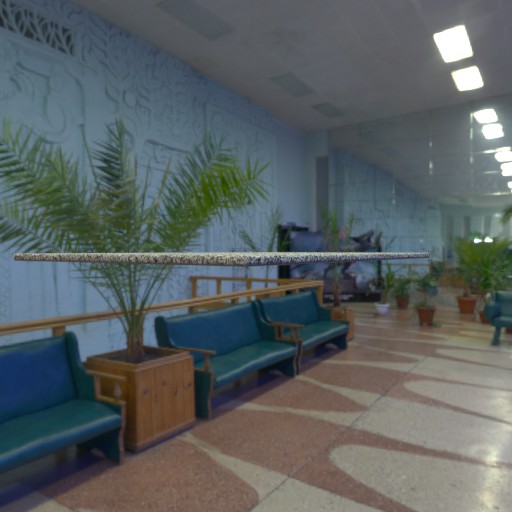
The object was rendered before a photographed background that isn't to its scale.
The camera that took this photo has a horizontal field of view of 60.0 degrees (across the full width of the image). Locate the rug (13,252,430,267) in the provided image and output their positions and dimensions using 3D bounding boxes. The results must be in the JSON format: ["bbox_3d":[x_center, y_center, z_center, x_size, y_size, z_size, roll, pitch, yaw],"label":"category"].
[{"bbox_3d":[0.000,0.000,2.205,1.219,0.030,1.778,0,1,36],"label":"rug"}]
